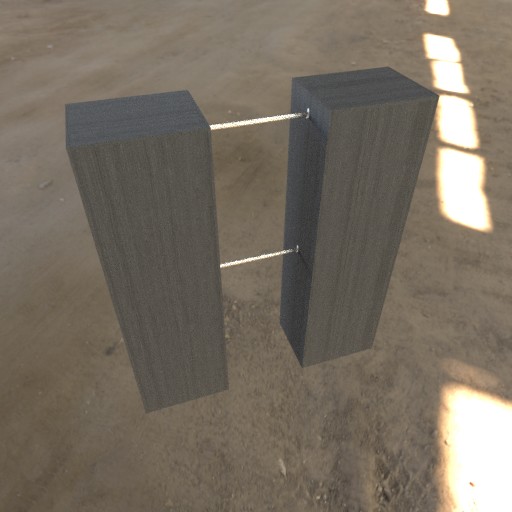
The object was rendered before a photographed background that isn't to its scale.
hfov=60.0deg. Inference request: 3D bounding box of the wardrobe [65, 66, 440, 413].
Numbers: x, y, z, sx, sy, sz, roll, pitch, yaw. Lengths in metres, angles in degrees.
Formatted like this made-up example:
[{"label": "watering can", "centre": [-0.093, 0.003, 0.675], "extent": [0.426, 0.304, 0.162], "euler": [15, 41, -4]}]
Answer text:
[{"label": "wardrobe", "centre": [0.000, 0.000, 2.813], "extent": [1.770, 2.000, 0.480], "euler": [-12, 42, -14]}]
